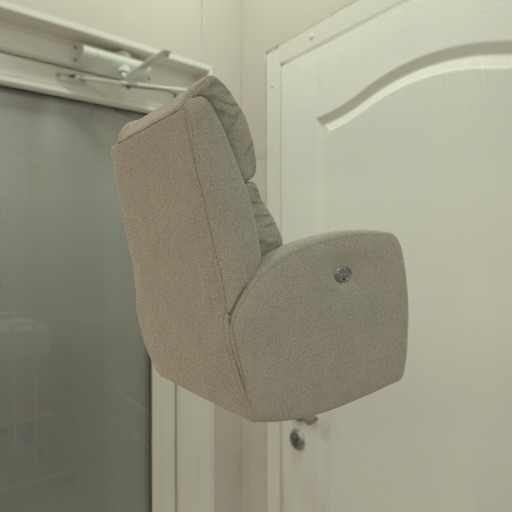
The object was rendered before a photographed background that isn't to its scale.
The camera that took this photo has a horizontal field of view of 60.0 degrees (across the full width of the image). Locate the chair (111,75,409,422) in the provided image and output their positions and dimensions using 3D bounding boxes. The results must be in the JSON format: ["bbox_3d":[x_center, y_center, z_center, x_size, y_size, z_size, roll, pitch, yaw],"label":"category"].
[{"bbox_3d":[0.000,0.000,1.687,0.940,1.021,0.794,0,0,-37],"label":"chair"}]
